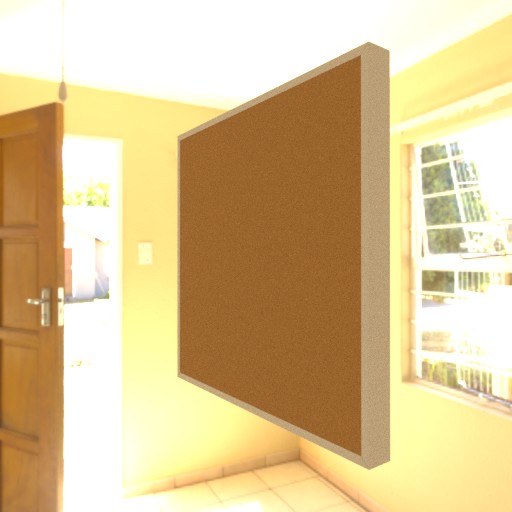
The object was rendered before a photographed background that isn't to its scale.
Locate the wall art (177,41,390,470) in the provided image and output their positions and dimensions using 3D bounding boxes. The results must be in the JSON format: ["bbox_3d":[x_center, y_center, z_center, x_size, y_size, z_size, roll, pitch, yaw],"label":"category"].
[{"bbox_3d":[0.000,0.000,0.444,0.024,0.304,0.304,0,0,-36],"label":"wall art"}]
